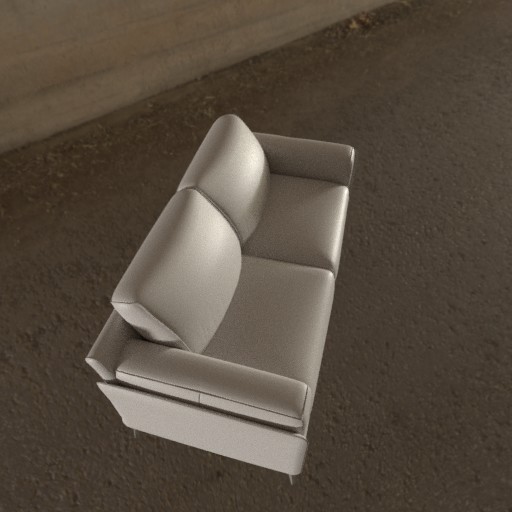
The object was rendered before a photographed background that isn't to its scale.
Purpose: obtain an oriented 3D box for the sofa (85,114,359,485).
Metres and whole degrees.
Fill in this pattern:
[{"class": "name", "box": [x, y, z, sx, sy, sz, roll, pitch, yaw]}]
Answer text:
[{"class": "sofa", "box": [0.000, 0.000, 2.591, 1.049, 0.930, 2.101, 11, 49, 10]}]
